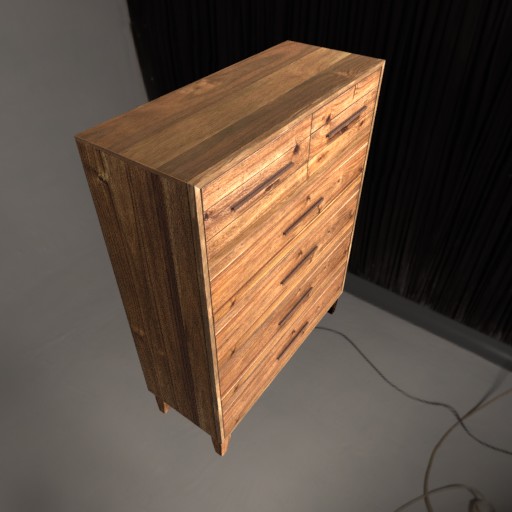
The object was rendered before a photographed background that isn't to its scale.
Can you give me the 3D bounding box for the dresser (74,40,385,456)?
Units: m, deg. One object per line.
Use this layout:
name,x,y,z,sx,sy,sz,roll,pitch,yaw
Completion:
dresser,0.000,0.000,1.872,0.442,1.393,1.062,25,47,26
